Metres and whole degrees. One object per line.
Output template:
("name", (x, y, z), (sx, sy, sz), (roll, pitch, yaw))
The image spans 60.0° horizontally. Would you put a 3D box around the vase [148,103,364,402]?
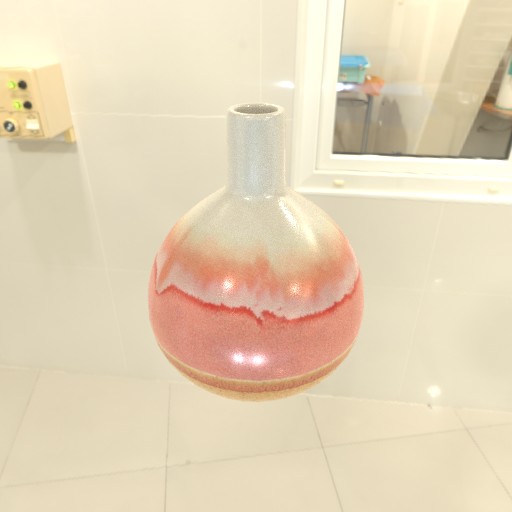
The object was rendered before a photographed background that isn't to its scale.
("vase", (0.000, 0.000, 0.272), (0.137, 0.176, 0.137), (0, 31, 0))
